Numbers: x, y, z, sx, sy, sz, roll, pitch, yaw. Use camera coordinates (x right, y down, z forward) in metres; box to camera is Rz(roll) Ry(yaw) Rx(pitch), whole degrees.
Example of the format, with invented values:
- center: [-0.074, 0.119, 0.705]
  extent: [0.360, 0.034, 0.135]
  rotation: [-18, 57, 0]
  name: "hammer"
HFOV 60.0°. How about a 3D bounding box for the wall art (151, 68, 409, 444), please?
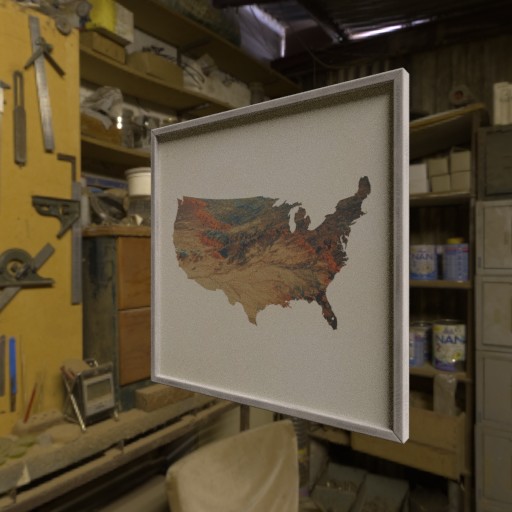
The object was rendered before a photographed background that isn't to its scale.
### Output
- center: [0.000, 0.000, 0.451]
  extent: [0.303, 0.303, 0.015]
  rotation: [0, 0, 36]
  name: "wall art"
